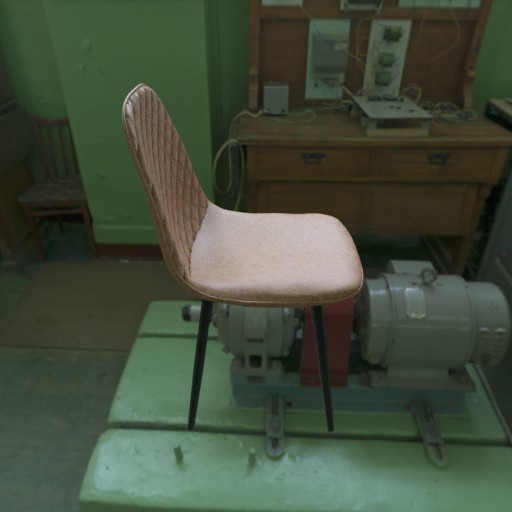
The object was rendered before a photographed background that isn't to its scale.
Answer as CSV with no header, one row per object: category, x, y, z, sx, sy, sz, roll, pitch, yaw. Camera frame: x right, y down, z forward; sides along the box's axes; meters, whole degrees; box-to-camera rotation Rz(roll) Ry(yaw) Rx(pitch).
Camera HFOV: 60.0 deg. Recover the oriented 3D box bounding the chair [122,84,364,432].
chair,0.000,0.000,1.229,0.561,0.889,0.472,0,32,1
